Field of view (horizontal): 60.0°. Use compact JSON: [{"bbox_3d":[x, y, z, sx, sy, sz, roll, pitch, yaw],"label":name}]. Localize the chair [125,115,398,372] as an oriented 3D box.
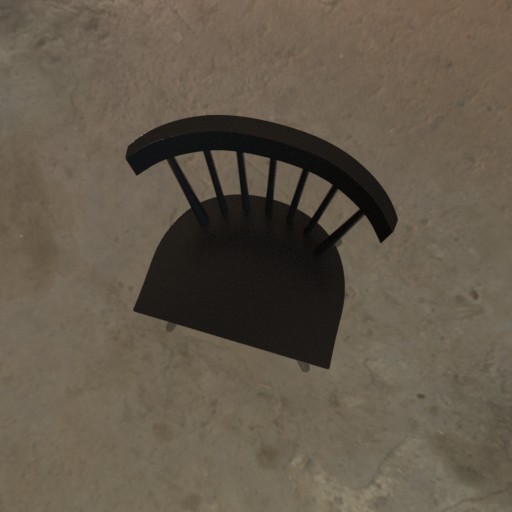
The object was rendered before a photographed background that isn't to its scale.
[{"bbox_3d":[0.000,0.000,1.132,0.506,0.844,0.483,16,77,4],"label":"chair"}]
